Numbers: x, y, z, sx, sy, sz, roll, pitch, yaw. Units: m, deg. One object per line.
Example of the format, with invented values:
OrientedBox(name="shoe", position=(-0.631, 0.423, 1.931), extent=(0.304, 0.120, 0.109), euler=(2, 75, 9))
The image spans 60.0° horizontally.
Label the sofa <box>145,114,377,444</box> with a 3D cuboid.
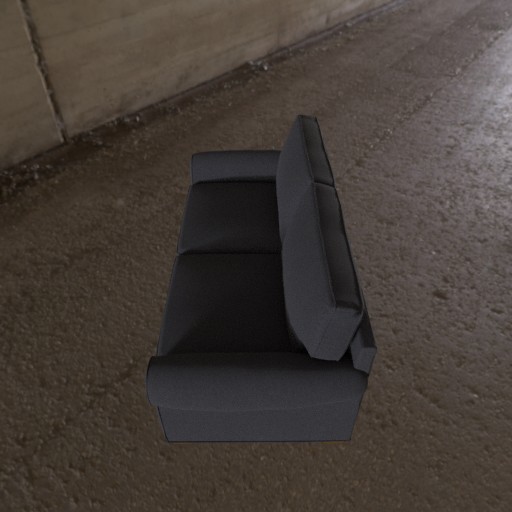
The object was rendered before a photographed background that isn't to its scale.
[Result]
OrientedBox(name="sofa", position=(0.000, 0.000, 2.599), extent=(0.951, 1.031, 2.009), euler=(0, 42, 0))
